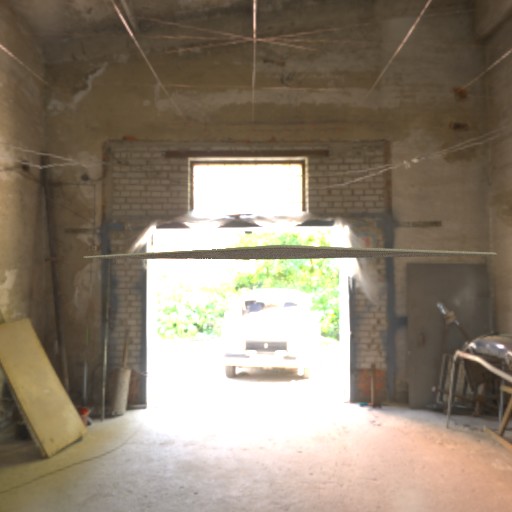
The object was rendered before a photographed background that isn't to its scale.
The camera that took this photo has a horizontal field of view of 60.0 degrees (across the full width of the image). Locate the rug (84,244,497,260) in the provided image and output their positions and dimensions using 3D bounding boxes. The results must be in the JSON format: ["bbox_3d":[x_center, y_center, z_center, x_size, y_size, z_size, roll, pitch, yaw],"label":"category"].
[{"bbox_3d":[0.000,0.000,2.841,1.526,0.014,2.290,1,-2,-37],"label":"rug"}]
